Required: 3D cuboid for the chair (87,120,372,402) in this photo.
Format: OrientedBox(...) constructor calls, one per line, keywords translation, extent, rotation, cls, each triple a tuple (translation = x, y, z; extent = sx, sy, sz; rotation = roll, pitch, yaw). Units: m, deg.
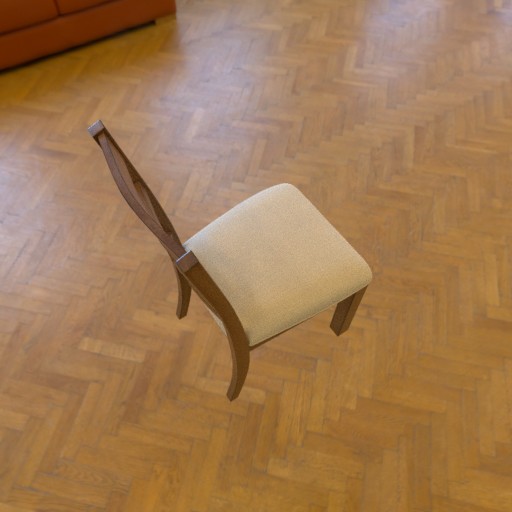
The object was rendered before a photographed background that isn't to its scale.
OrientedBox(translation=(0.000, 0.000, 1.290), extent=(0.581, 0.949, 0.461), rotation=(-29, 63, -17), cls="chair")
